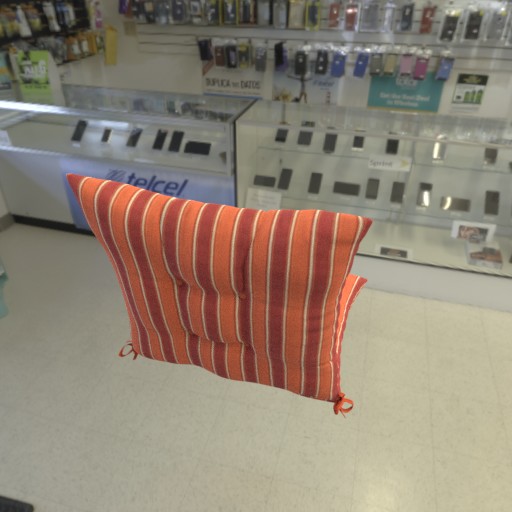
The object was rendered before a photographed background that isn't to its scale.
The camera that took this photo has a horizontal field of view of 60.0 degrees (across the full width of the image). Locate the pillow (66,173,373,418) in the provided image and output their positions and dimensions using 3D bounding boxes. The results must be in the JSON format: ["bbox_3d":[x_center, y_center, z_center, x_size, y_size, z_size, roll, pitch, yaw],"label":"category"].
[{"bbox_3d":[0.000,0.000,1.014,0.541,0.536,0.585,10,35,15],"label":"pillow"}]
